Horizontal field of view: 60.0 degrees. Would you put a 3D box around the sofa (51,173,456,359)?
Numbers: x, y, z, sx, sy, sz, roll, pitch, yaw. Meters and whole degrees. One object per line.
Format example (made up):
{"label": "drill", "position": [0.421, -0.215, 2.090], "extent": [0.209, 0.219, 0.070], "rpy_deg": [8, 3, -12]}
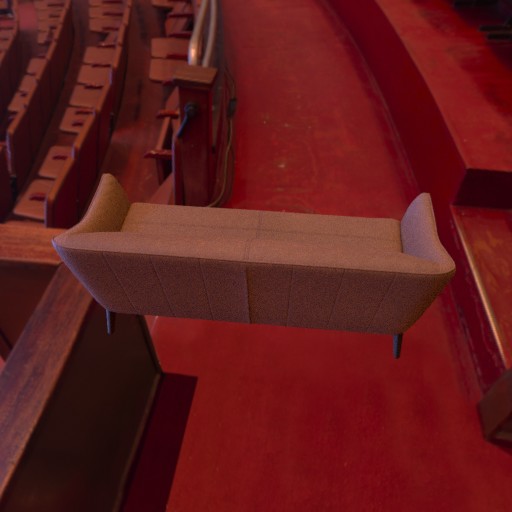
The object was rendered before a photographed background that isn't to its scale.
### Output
{"label": "sofa", "position": [0.000, 0.000, 2.462], "extent": [1.928, 0.830, 0.869], "rpy_deg": [4, 46, 4]}
